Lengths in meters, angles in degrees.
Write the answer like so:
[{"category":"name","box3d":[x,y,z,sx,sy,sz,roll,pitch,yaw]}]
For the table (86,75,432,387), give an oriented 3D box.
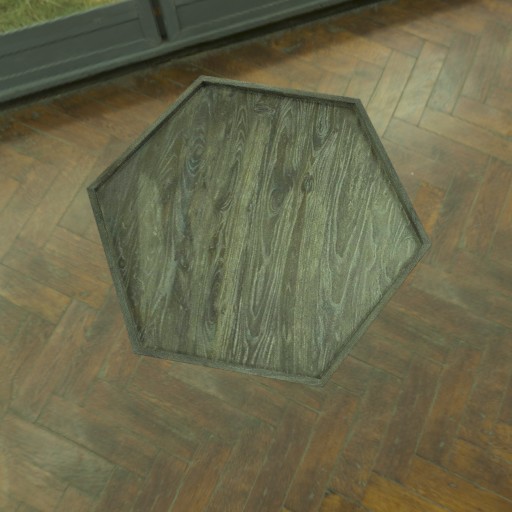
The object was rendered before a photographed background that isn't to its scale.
[{"category":"table","box3d":[0.000,0.000,1.146,0.592,0.586,0.683,39,78,10]}]
